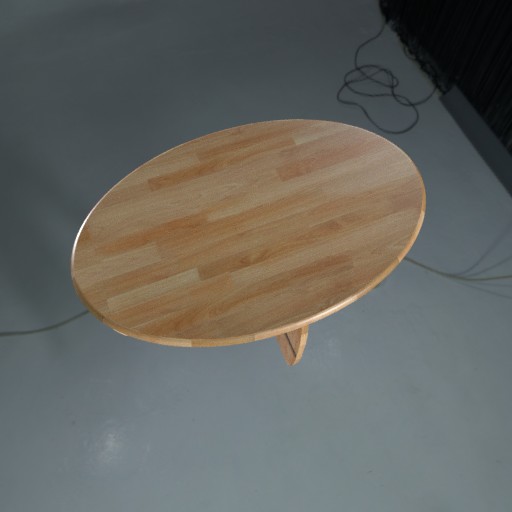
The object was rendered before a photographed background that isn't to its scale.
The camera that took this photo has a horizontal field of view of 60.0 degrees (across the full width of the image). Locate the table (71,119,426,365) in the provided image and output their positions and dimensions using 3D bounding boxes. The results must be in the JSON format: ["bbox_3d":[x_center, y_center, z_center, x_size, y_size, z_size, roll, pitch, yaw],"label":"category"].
[{"bbox_3d":[0.000,0.000,1.445,1.040,0.490,0.690,-20,64,-10],"label":"table"}]
